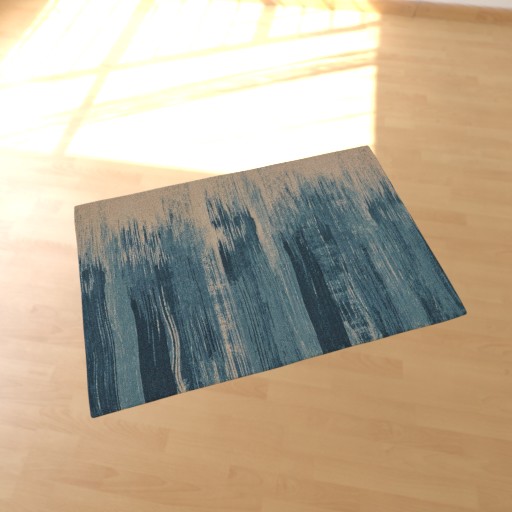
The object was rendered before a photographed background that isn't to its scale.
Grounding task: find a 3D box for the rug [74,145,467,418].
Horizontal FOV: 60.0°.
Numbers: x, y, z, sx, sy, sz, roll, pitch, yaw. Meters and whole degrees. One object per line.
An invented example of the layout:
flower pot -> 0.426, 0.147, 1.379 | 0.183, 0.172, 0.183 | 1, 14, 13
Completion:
rug -> 0.000, 0.000, 2.364 | 1.836, 0.009, 1.232 | -13, 58, -8
